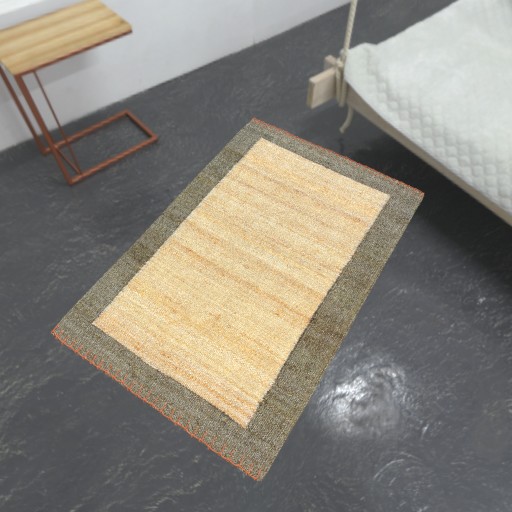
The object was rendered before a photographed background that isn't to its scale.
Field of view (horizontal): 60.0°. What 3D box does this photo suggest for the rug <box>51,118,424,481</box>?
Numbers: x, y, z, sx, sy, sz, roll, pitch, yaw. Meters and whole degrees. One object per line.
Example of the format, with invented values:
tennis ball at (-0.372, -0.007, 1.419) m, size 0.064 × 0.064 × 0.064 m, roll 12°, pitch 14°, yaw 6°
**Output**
rug at (0.000, 0.000, 2.380) m, size 1.220 × 0.019 × 1.838 m, roll 28°, pitch 62°, yaw 17°
